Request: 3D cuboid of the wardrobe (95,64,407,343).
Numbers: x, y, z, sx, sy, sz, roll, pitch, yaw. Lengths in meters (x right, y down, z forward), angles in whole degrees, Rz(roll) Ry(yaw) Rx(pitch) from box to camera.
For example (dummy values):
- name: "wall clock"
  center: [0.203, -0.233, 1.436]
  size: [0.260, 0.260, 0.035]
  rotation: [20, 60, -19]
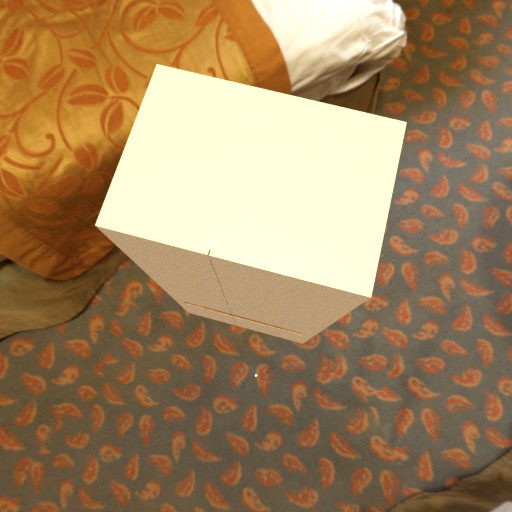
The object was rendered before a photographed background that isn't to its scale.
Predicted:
- name: "wardrobe"
  center: [0.000, 0.000, 2.389]
  size: [0.860, 2.040, 0.600]
  rotation: [15, 75, 4]
